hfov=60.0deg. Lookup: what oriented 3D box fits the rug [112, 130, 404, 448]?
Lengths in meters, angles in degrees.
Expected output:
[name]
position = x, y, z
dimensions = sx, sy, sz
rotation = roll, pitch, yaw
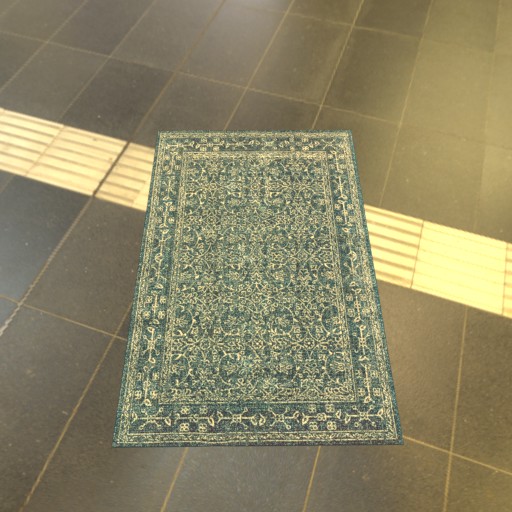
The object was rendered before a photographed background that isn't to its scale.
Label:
[rug]
position = 0.000, 0.000, 2.285
dimensions = 1.200, 0.005, 1.819
rotation = 0, 59, 0
